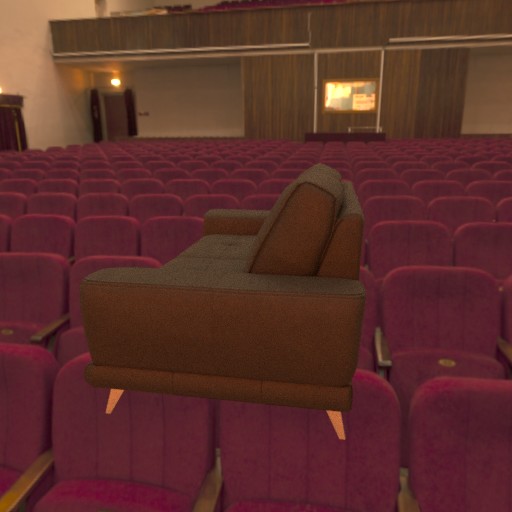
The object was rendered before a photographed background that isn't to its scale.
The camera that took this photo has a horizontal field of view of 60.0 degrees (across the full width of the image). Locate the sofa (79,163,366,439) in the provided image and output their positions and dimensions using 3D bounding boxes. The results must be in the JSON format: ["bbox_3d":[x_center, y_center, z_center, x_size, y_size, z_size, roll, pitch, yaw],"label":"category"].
[{"bbox_3d":[0.000,0.000,2.335,1.018,0.907,1.806,3,15,10],"label":"sofa"}]
